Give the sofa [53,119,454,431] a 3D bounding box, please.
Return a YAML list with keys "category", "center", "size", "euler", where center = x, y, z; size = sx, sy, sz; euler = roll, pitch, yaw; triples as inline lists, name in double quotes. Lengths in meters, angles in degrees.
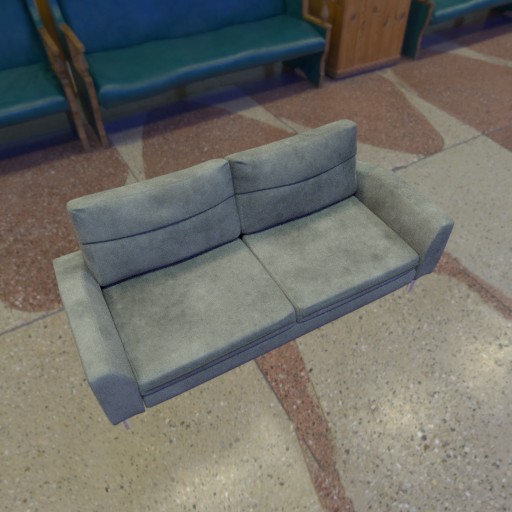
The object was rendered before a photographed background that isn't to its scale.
- category: "sofa"
  center: [0.000, 0.000, 2.266]
  size: [1.837, 0.859, 0.849]
  euler: [-21, 50, -20]
